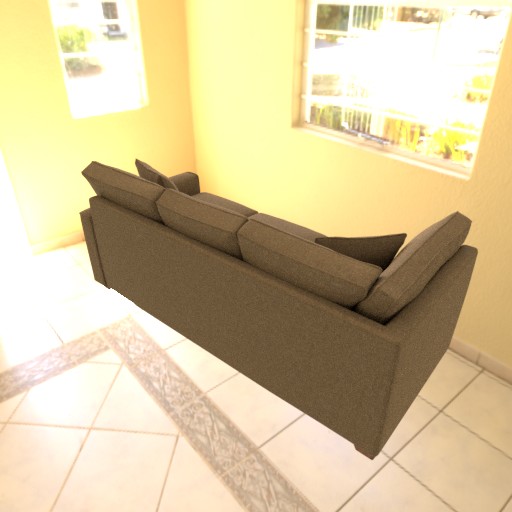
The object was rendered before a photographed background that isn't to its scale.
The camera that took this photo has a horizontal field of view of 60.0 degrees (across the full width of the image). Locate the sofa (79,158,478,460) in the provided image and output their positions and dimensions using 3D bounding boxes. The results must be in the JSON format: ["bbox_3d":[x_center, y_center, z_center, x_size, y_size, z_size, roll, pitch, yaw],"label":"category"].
[{"bbox_3d":[0.000,0.000,2.813,2.317,0.962,1.061,24,38,34],"label":"sofa"}]
